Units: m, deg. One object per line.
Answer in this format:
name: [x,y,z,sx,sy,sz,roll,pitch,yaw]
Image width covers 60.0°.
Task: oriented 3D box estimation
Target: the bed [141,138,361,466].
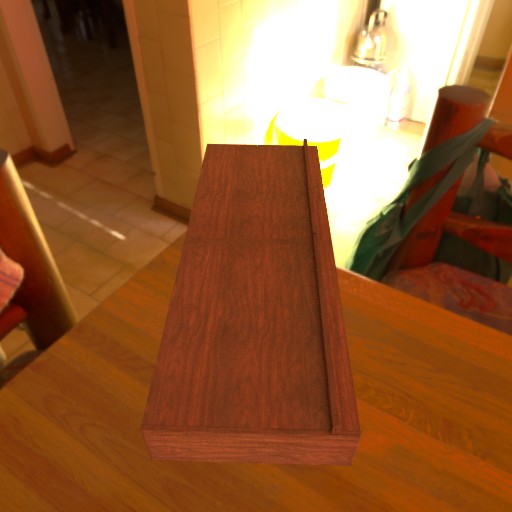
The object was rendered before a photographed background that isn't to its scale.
bed: [0.000,0.000,2.367,0.787,0.326,2.057,1,42,1]
